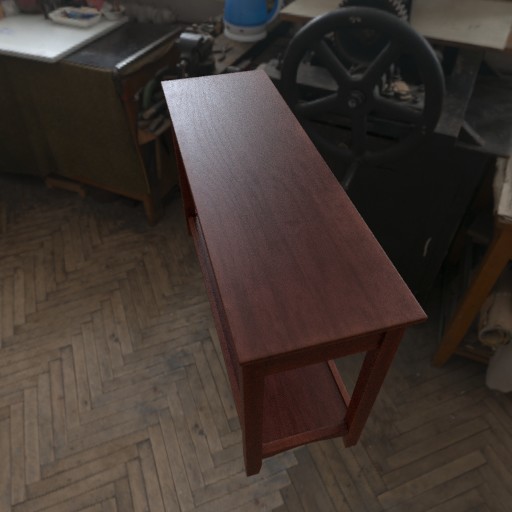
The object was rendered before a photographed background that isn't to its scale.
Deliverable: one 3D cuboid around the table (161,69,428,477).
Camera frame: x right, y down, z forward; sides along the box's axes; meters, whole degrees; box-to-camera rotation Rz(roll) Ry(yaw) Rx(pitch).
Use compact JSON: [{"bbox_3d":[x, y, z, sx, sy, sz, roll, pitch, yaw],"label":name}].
[{"bbox_3d":[0.000,0.000,1.513,0.392,0.739,1.188,-11,47,-11],"label":"table"}]
